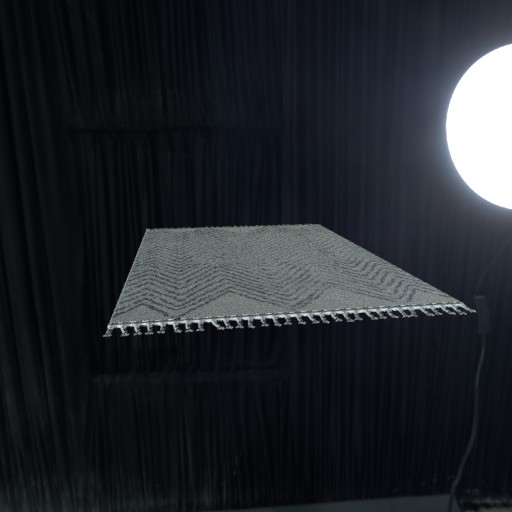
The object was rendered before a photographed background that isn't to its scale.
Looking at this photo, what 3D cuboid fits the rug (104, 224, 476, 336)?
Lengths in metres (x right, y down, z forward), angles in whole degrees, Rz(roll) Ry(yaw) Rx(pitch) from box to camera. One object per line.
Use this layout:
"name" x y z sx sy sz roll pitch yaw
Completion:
"rug" 0.000 0.000 2.288 1.230 0.014 1.847 -2 14 -9
